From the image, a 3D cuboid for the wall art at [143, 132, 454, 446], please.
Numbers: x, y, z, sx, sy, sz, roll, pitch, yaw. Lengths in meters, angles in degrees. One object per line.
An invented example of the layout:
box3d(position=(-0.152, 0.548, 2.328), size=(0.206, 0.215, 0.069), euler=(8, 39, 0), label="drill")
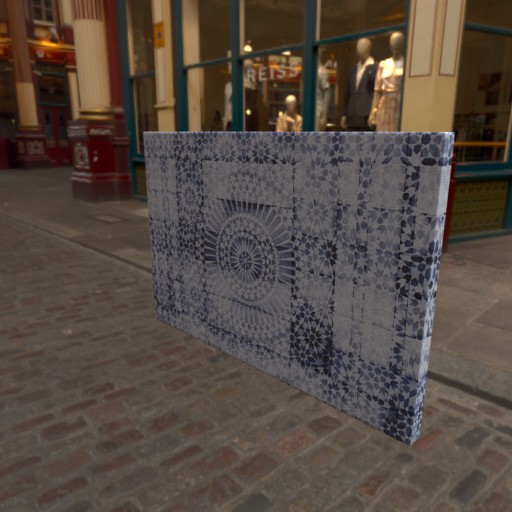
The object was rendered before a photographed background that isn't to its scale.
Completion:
box3d(position=(0.000, 0.000, 0.753), size=(0.608, 0.406, 0.030), euler=(15, 21, 42), label="wall art")
